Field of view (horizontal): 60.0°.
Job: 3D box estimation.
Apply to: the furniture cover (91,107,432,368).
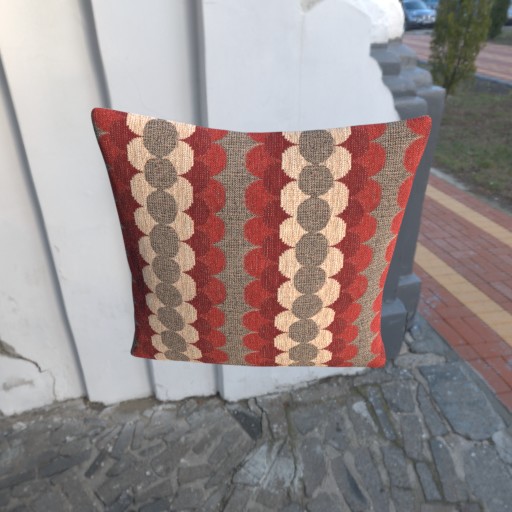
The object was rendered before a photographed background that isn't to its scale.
[{"bbox_3d":[0.000,0.000,0.654,0.435,0.420,0.145,2,30,3],"label":"furniture cover"}]
